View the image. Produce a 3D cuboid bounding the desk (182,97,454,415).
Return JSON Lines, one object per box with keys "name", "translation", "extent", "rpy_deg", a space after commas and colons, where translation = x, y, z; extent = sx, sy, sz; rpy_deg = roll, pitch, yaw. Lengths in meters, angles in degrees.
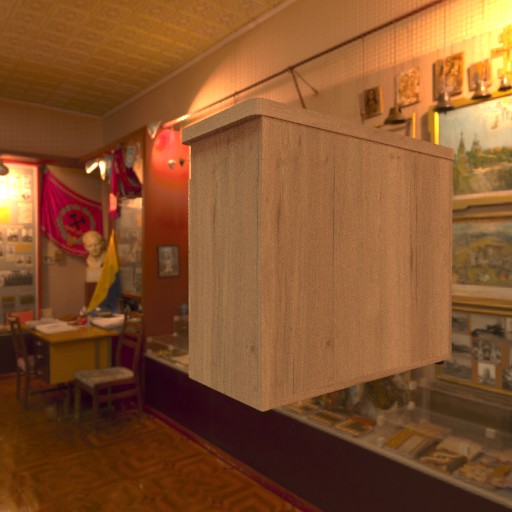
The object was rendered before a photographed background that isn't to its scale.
{"name": "desk", "translation": [0.000, 0.000, 1.767], "extent": [0.900, 0.760, 1.169], "rpy_deg": [-1, 1, -37]}
